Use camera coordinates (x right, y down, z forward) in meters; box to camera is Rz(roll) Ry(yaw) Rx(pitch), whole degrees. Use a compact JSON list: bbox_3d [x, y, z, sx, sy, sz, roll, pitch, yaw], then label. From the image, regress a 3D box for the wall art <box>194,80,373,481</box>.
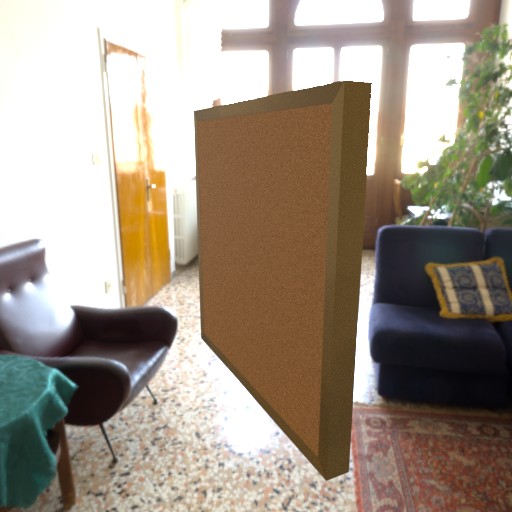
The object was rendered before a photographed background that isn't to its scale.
[{"bbox_3d":[0.000,0.000,0.765,0.038,0.508,0.507,-7,16,-25],"label":"wall art"}]
